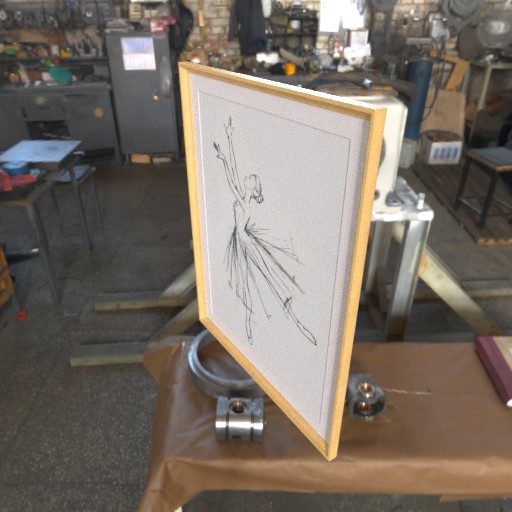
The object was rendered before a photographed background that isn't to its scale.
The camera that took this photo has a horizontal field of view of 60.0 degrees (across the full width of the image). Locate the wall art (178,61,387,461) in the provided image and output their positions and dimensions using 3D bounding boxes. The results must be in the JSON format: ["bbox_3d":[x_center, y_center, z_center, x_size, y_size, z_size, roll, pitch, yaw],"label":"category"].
[{"bbox_3d":[0.000,0.000,1.336,0.030,1.002,0.798,-19,35,-29],"label":"wall art"}]
